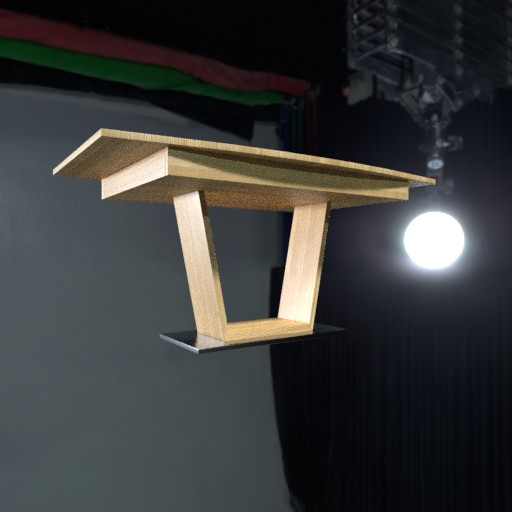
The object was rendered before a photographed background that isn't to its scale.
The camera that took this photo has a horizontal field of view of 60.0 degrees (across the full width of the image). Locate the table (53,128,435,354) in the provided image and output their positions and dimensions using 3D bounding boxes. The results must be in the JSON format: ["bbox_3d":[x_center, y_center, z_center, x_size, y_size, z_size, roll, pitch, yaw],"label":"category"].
[{"bbox_3d":[0.000,0.000,2.047,1.598,0.748,0.900,0,0,-34],"label":"table"}]
